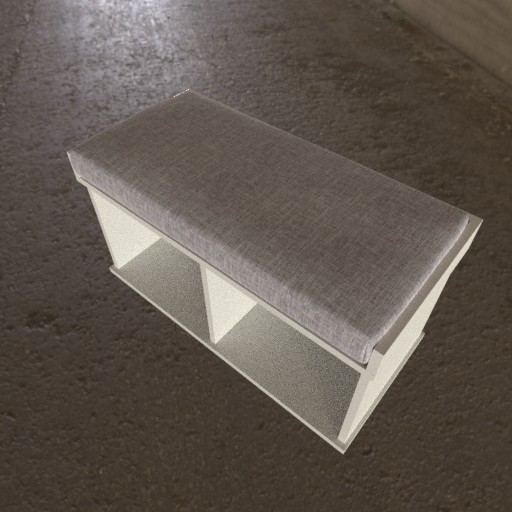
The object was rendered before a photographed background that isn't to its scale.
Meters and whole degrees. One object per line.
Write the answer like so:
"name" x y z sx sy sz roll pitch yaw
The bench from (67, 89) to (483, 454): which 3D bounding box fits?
"bench" 0.000 0.000 0.989 0.734 0.461 0.362 32 55 26
